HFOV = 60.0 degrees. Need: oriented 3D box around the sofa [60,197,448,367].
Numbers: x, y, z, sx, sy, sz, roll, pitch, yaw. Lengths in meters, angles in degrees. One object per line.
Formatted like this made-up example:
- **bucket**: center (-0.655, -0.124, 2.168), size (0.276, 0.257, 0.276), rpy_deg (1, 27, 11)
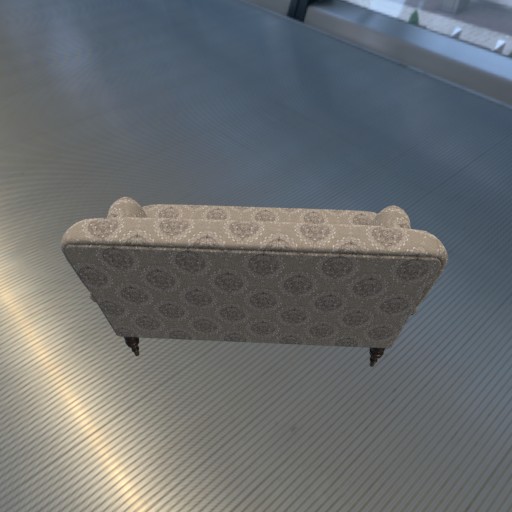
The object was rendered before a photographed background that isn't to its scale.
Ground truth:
- **sofa**: center (0.000, 0.000, 1.889), size (1.297, 0.889, 0.779), rpy_deg (2, 46, 2)
